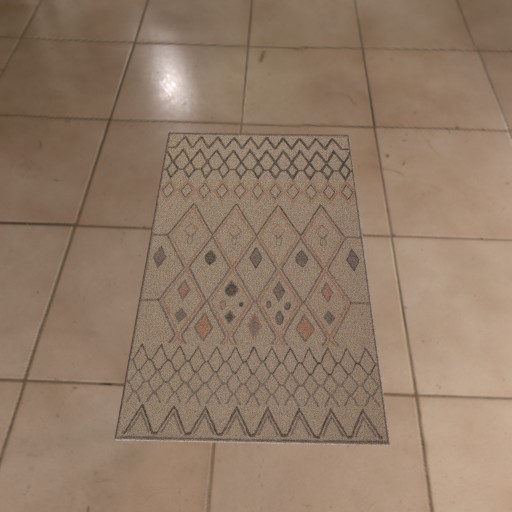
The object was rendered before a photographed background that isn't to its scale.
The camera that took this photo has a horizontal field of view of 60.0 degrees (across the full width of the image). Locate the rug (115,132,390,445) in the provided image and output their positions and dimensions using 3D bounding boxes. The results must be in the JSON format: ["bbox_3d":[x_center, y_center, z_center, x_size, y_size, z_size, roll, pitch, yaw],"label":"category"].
[{"bbox_3d":[0.000,0.000,3.097,1.524,0.015,2.438,1,58,1],"label":"rug"}]
